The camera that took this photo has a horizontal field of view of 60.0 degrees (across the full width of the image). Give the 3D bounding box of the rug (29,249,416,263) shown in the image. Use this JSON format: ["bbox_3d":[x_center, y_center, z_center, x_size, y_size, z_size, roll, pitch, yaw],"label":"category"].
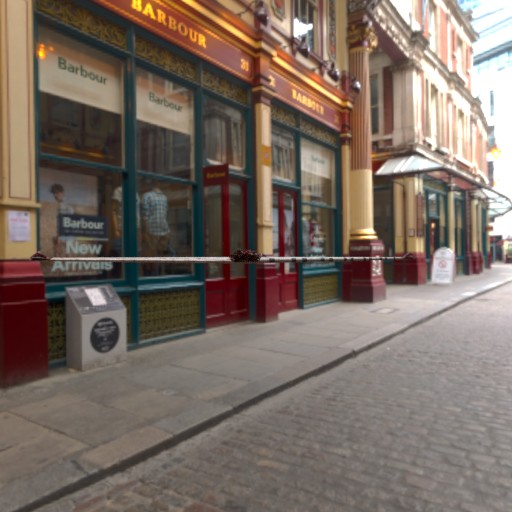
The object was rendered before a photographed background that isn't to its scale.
[{"bbox_3d":[0.000,0.000,3.393,1.741,0.066,2.672,0,0,34],"label":"rug"}]
